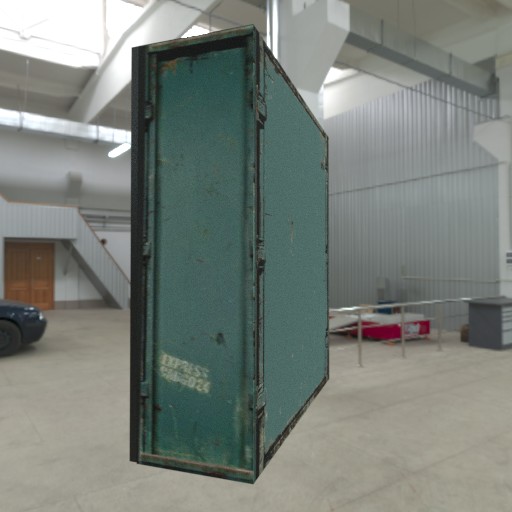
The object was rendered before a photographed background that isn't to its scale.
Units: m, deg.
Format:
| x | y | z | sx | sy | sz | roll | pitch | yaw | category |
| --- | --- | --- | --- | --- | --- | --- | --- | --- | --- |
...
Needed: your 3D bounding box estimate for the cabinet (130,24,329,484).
| x | y | z | sx | sy | sz | roll | pitch | yaw | category |
| --- | --- | --- | --- | --- | --- | --- | --- | --- | --- |
| 0.000 | 0.000 | 3.134 | 0.680 | 2.160 | 2.000 | 0 | -1 | 19 | cabinet |
